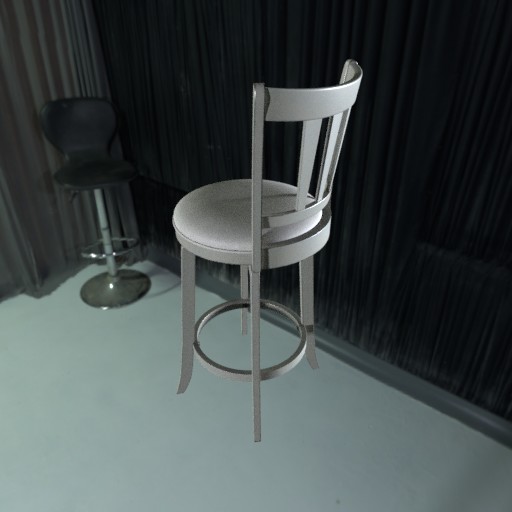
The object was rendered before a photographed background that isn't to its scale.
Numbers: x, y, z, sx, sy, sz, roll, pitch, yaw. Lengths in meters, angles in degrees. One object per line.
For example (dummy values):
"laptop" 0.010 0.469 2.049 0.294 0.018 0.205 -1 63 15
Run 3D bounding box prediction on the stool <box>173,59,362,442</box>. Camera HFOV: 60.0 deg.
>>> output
"stool" 0.000 0.000 1.302 0.475 1.042 0.436 20 36 30
